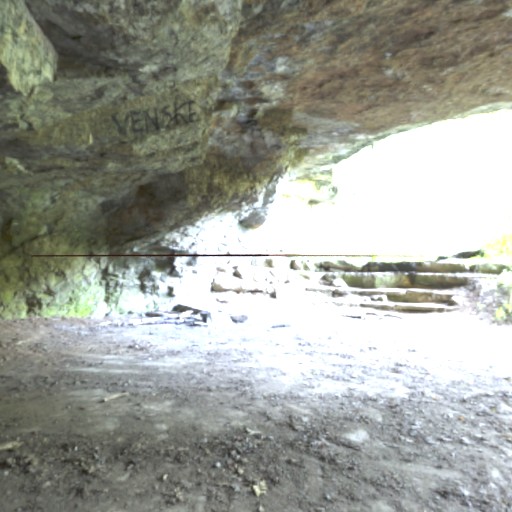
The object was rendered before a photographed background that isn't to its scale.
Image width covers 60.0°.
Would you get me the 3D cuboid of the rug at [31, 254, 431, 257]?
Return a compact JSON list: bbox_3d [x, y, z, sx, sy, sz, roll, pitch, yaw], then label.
[{"bbox_3d":[0.000,0.000,4.197,2.387,0.013,3.053,0,0,36],"label":"rug"}]
